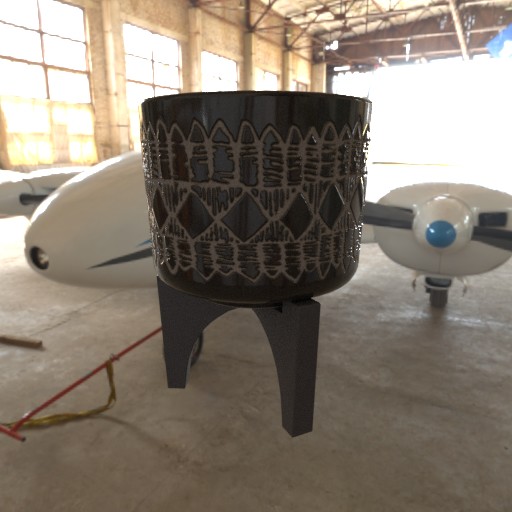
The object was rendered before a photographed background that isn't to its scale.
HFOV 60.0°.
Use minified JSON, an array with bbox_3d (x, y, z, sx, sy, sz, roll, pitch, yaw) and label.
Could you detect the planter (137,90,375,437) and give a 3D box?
[{"bbox_3d":[0.000,0.000,0.406,0.196,0.264,0.196,-7,15,-26],"label":"planter"}]
